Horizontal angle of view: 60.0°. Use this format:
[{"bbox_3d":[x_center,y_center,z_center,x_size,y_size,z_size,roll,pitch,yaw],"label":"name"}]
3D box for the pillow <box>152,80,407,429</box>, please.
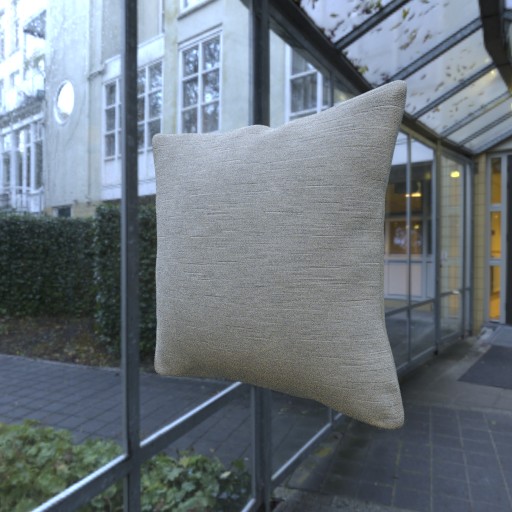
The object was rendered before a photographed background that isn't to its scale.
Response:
[{"bbox_3d":[0.000,0.000,0.651,0.437,0.420,0.162,1,1,35],"label":"pillow"}]
